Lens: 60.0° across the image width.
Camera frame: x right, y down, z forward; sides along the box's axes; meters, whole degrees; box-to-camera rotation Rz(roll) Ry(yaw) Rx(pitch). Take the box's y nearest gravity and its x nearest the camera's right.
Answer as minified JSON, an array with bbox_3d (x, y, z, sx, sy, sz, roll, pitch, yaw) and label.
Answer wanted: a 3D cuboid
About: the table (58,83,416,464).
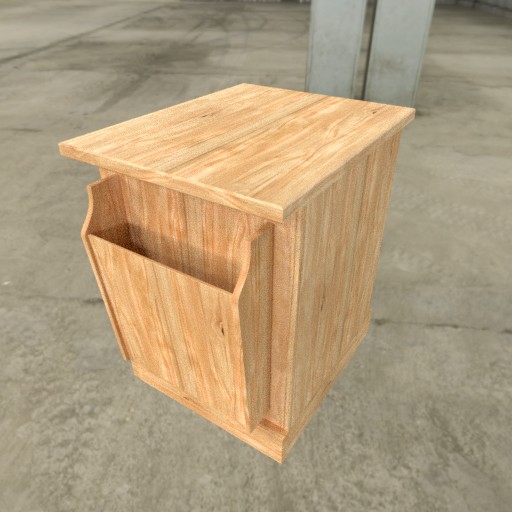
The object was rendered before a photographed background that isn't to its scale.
[{"bbox_3d":[0.000,0.000,0.861,0.380,0.515,0.530,20,38,27],"label":"table"}]
